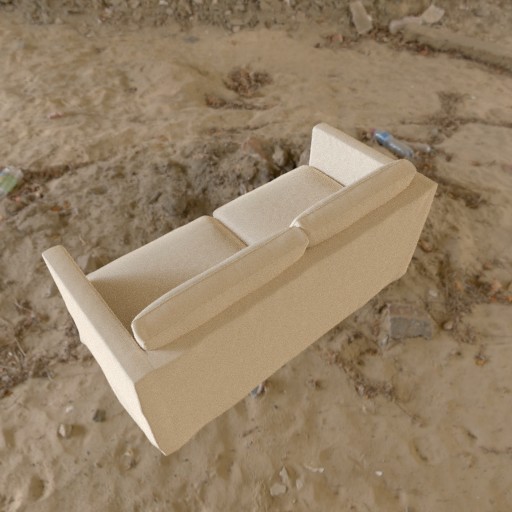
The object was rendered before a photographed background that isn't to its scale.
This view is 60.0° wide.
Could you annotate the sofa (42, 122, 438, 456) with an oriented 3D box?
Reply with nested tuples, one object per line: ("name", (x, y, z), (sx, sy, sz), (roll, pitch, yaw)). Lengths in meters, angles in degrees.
("sofa", (0.000, 0.000, 2.539), (1.987, 0.870, 0.940), (-31, 53, -27))
